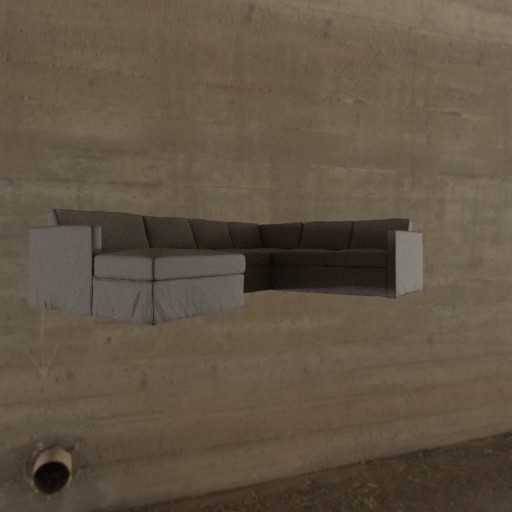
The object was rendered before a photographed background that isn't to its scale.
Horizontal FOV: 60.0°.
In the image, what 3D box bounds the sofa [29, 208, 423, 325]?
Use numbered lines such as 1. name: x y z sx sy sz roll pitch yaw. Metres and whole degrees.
1. sofa: 0.000 0.000 4.593 2.476 0.878 3.528 1 2 36
